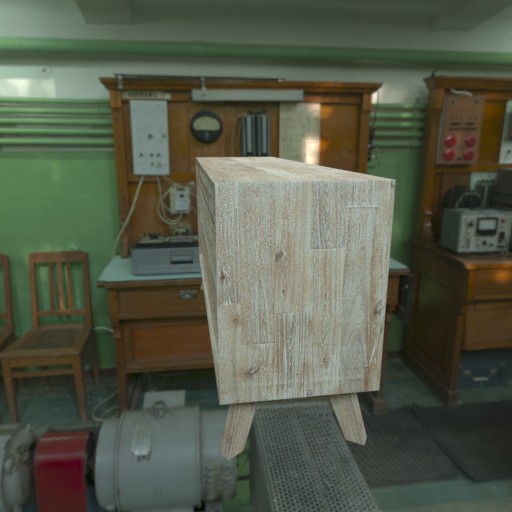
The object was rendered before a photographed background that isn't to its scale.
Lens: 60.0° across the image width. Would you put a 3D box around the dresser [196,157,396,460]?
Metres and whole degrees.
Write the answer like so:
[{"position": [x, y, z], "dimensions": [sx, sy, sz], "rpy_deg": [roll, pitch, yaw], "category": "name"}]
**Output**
[{"position": [0.000, 0.000, 1.940], "dimensions": [0.455, 0.788, 1.602], "rpy_deg": [-2, 15, -9], "category": "dresser"}]
